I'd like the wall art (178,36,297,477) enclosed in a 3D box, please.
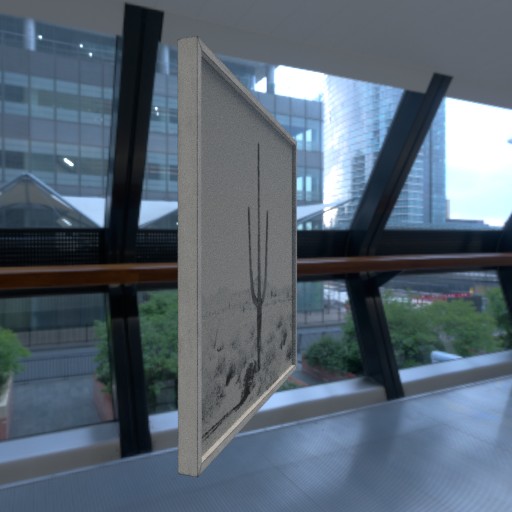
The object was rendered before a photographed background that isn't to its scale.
[{"bbox_3d":[0.000,0.000,1.132,0.038,0.762,0.762,0,0,18],"label":"wall art"}]
